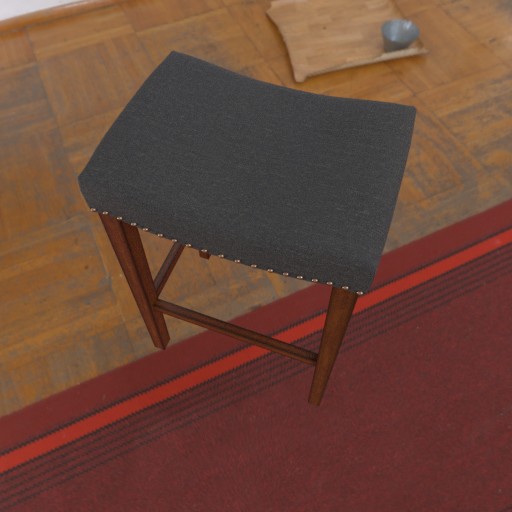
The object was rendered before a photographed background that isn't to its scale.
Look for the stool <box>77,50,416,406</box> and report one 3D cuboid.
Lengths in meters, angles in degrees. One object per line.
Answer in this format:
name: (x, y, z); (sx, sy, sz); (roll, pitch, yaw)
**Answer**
stool: (0.000, 0.000, 1.029); (0.502, 0.760, 0.366); (17, 61, 10)
